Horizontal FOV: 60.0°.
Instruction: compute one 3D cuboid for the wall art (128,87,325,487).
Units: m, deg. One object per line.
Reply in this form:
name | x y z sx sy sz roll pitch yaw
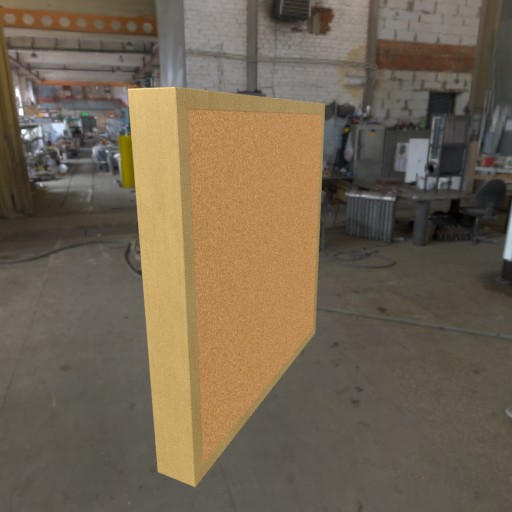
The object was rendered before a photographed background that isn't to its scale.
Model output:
wall art | 0.000 0.000 0.455 0.038 0.305 0.305 8 19 25
